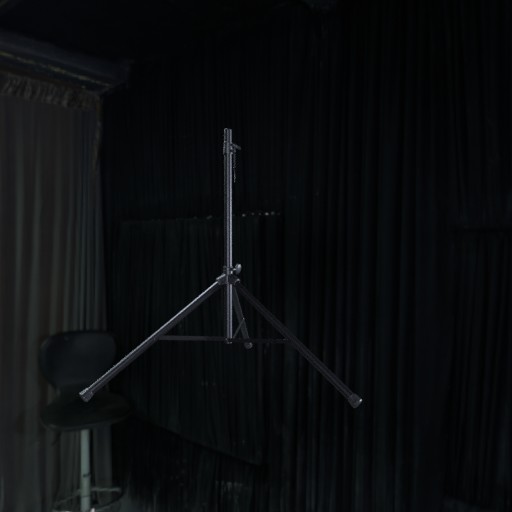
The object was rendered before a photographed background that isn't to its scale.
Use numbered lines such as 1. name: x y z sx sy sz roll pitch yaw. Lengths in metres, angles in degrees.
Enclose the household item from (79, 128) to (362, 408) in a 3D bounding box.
1. household item: 0.000 0.000 2.692 1.339 1.595 1.596 1 2 36
